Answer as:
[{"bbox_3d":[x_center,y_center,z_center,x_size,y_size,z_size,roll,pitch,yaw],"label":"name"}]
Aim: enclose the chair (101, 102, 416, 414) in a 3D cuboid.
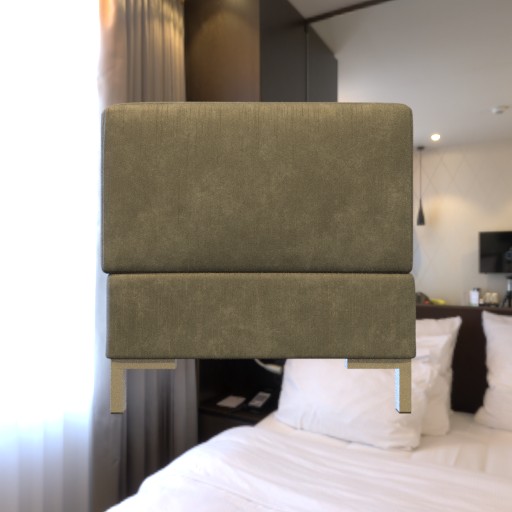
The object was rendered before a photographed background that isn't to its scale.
[{"bbox_3d":[0.000,0.000,1.243,0.680,0.660,0.680,0,0,0],"label":"chair"}]
